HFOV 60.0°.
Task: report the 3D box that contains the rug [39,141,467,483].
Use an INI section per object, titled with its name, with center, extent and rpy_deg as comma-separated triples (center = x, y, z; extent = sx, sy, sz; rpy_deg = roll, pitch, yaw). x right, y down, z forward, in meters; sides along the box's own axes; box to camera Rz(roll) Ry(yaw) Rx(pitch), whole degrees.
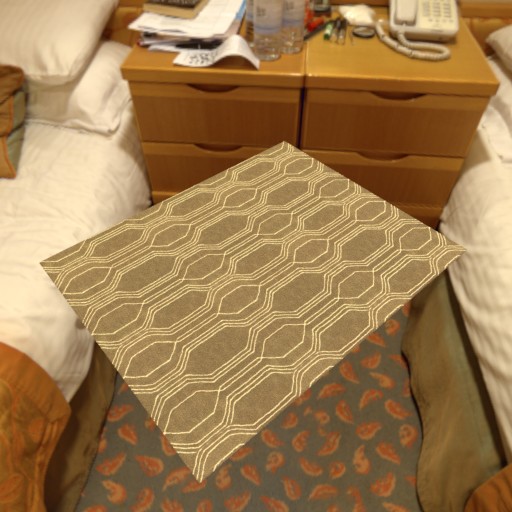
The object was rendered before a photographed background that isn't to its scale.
[rug]
center = 0.000, 0.000, 4.059
extent = 3.062, 0.012, 2.457
rpy_deg = -32, 54, -27
